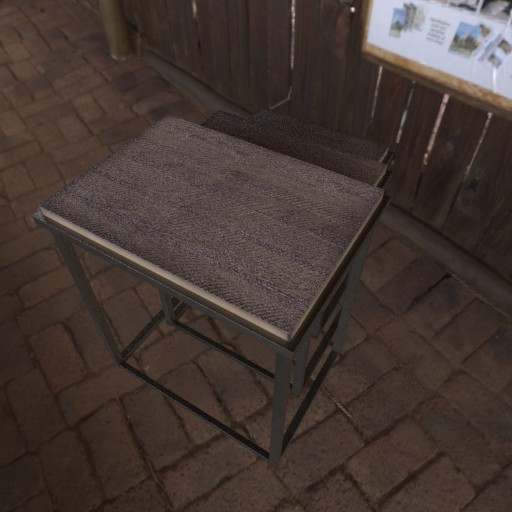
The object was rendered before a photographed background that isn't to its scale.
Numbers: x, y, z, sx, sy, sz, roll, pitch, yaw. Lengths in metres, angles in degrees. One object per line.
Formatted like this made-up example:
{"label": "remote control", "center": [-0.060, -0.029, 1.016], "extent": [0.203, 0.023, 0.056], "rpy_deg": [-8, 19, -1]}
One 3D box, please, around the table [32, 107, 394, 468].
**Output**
{"label": "table", "center": [0.000, 0.000, 1.148], "extent": [0.559, 0.610, 0.706], "rpy_deg": [24, 52, 21]}
